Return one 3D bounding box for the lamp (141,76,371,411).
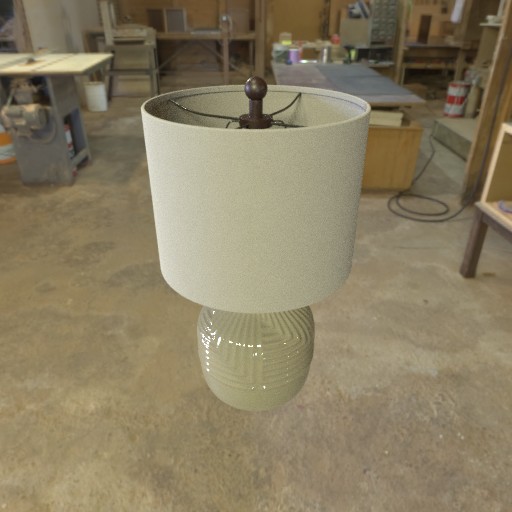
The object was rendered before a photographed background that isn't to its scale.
[{"bbox_3d":[0.000,0.000,0.750,0.318,0.567,0.318,0,30,0],"label":"lamp"}]
